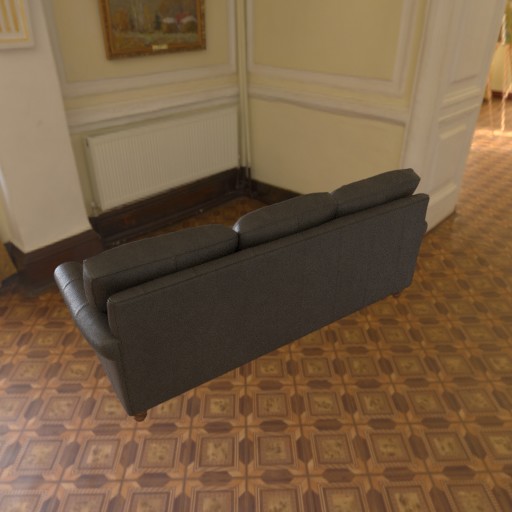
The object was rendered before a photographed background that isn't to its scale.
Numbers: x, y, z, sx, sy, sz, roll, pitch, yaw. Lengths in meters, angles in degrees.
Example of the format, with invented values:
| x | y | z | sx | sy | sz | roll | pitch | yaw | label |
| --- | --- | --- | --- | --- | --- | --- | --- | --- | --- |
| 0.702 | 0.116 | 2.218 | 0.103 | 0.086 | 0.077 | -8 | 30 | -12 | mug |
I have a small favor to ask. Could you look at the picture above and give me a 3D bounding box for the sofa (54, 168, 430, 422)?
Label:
| x | y | z | sx | sy | sz | roll | pitch | yaw | label |
| --- | --- | --- | --- | --- | --- | --- | --- | --- | --- |
| 0.000 | 0.000 | 2.935 | 2.387 | 0.977 | 0.974 | -19 | 35 | -29 | sofa |
